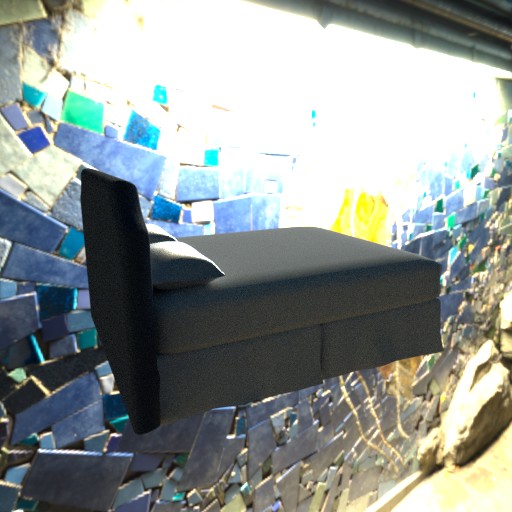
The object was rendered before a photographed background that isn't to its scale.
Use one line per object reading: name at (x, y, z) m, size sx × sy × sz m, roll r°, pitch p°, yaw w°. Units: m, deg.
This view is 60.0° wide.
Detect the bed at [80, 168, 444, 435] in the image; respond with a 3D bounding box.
bed at (0.000, 0.000, 3.355) m, size 2.260 × 1.297 × 1.831 m, roll -7°, pitch 16°, yaw -26°
